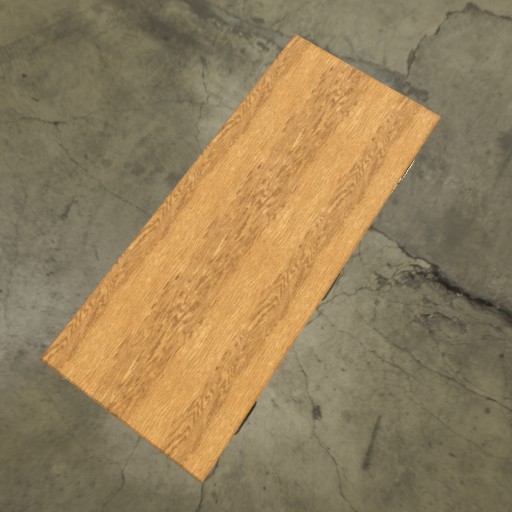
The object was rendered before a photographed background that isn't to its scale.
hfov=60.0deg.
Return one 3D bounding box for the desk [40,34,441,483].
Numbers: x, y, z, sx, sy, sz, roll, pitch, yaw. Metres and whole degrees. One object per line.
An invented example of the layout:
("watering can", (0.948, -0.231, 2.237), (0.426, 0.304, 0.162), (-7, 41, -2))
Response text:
("desk", (0.000, 0.000, 1.959), (0.685, 0.751, 1.567), (34, 78, 8))
